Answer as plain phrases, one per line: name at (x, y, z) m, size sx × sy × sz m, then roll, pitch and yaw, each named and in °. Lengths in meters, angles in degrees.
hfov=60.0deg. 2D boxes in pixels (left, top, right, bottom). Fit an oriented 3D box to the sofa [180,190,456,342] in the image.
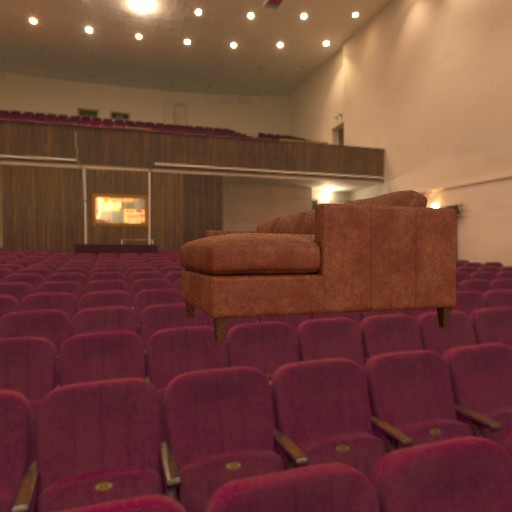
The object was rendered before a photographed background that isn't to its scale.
sofa at (0.000, 0.000, 4.022) m, size 1.581 × 0.883 × 3.203 m, roll 0°, pitch 0°, yaw -18°
